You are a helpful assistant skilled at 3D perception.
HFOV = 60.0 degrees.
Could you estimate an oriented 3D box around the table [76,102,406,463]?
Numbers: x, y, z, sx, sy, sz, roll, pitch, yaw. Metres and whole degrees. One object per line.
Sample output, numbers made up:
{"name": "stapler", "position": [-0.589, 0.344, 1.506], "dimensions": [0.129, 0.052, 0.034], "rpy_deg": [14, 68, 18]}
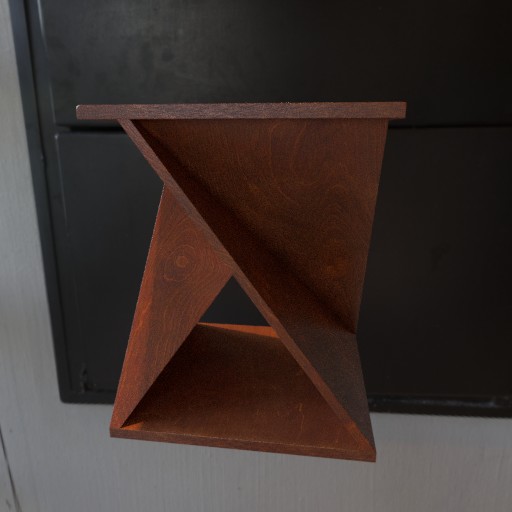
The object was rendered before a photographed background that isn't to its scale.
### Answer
{"name": "table", "position": [0.000, 0.000, 0.837], "dimensions": [0.427, 0.520, 0.427], "rpy_deg": [2, 16, 8]}
